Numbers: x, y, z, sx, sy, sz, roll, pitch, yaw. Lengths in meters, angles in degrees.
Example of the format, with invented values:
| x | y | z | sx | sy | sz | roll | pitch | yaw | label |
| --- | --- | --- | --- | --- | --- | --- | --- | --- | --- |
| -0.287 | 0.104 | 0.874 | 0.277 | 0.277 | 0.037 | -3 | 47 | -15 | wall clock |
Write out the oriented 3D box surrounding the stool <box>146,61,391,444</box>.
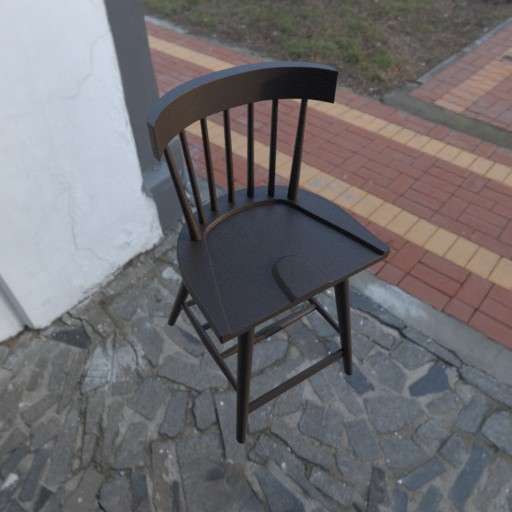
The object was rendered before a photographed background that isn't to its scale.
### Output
| x | y | z | sx | sy | sz | roll | pitch | yaw | label |
| --- | --- | --- | --- | --- | --- | --- | --- | --- | --- |
| 0.000 | 0.000 | 1.264 | 0.494 | 0.953 | 0.549 | -25 | 51 | -21 | stool |
